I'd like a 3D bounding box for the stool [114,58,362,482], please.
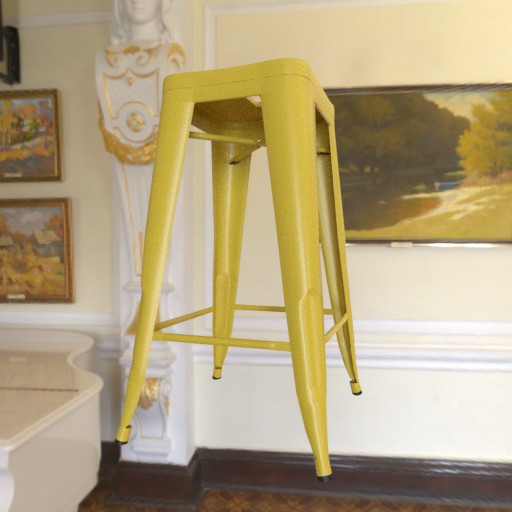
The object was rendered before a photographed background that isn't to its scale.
[{"bbox_3d":[0.000,0.000,0.839,0.359,0.609,0.399,1,2,19],"label":"stool"}]
